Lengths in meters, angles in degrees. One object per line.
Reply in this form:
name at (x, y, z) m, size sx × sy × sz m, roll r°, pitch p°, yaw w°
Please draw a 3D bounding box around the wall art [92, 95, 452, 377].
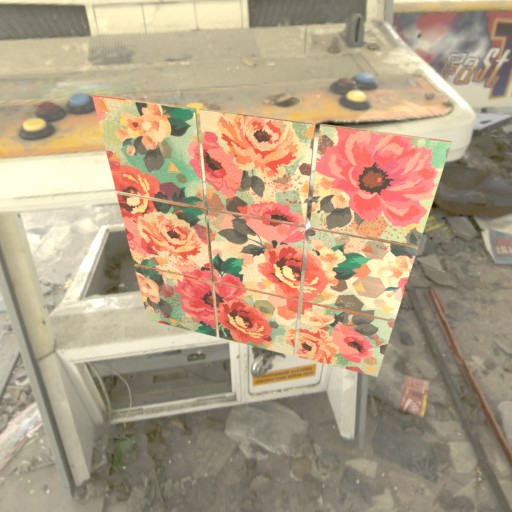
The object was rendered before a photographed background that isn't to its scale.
wall art at (0.000, 0.000, 1.854) m, size 1.216 × 1.220 × 0.013 m, roll 11°, pitch 43°, yaw 13°
